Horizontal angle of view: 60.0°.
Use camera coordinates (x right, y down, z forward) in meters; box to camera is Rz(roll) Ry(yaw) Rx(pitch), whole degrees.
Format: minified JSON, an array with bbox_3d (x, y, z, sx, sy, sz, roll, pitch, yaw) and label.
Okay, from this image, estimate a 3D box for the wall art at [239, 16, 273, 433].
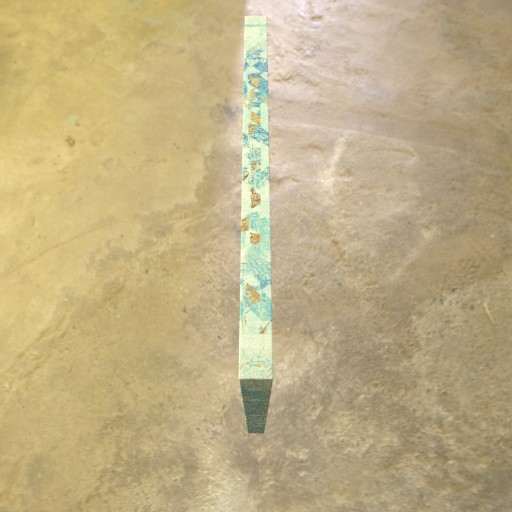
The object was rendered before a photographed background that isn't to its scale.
[{"bbox_3d":[0.000,0.000,0.889,0.040,0.609,0.609,0,63,0],"label":"wall art"}]
